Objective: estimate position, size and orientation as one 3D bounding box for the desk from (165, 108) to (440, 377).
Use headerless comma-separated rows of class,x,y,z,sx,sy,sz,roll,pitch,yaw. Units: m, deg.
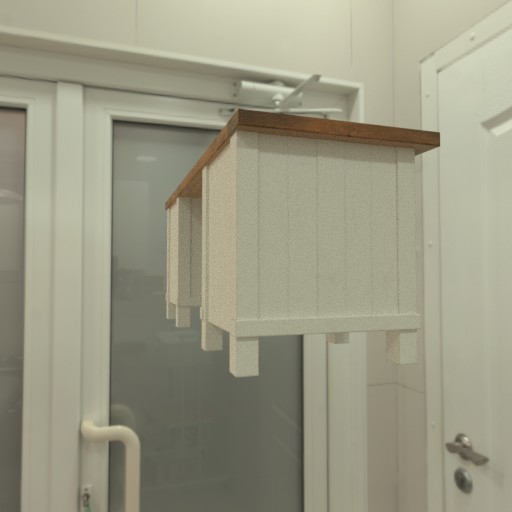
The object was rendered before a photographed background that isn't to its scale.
desk,0.000,0.000,2.196,0.688,0.760,1.803,1,-2,-18
